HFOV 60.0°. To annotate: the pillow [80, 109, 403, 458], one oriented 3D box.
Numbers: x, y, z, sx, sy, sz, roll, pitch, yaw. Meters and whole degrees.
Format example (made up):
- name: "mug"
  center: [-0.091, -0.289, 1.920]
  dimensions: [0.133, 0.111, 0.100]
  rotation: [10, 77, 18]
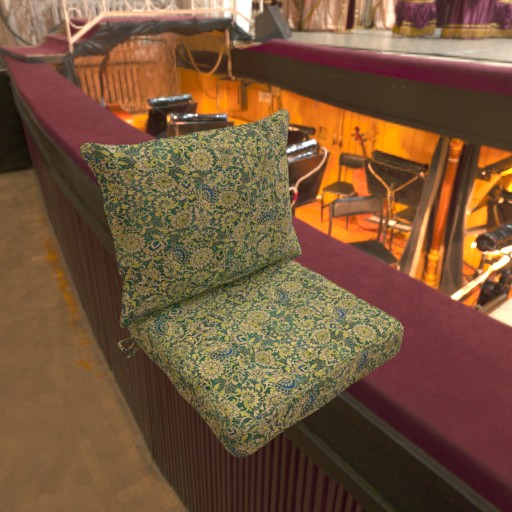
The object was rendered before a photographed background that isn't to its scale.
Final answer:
- name: "pillow"
  center: [0.000, 0.000, 1.393]
  dimensions: [0.798, 0.722, 0.740]
  rotation: [-21, 35, -33]
